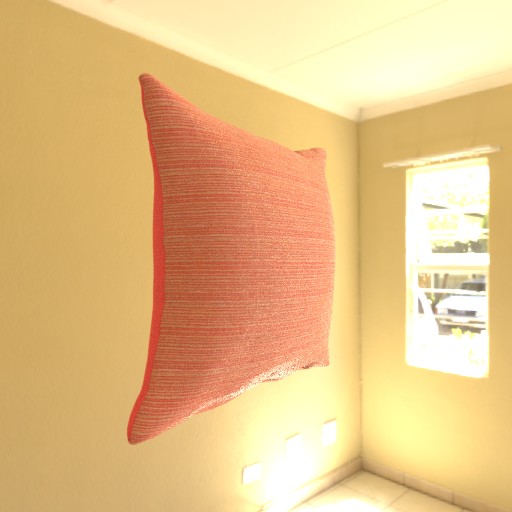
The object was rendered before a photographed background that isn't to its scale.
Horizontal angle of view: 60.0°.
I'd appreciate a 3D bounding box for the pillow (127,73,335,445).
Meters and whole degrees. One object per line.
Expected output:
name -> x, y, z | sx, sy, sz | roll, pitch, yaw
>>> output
pillow -> 0.000, 0.000, 0.805 | 0.229, 0.501, 0.559 | -1, -1, 36
